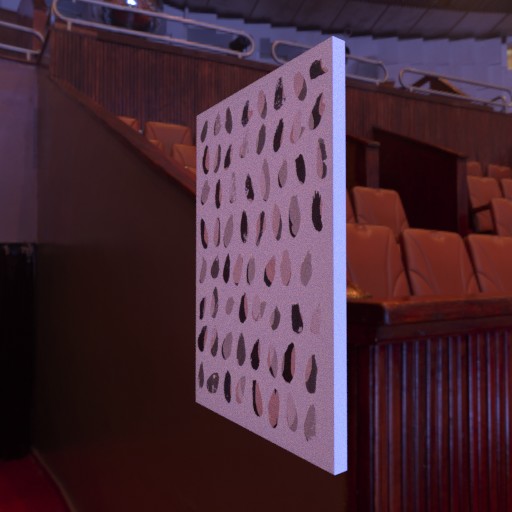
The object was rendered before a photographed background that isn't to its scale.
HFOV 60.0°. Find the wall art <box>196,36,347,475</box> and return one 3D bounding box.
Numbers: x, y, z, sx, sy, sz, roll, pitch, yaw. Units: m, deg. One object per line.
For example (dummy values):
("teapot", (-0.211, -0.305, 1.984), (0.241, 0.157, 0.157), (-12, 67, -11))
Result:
("wall art", (0.000, 0.000, 1.182), (0.037, 0.916, 0.610), (1, -2, -35))
